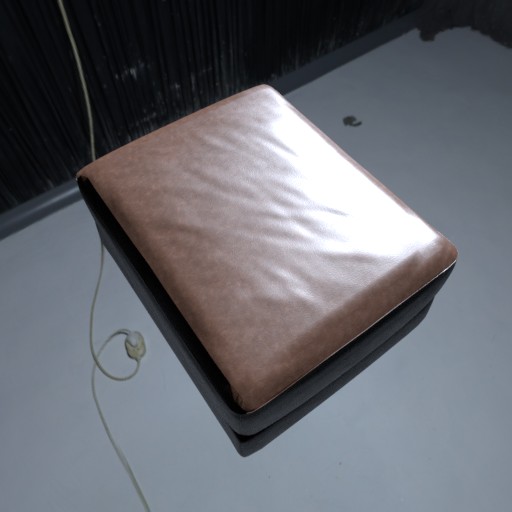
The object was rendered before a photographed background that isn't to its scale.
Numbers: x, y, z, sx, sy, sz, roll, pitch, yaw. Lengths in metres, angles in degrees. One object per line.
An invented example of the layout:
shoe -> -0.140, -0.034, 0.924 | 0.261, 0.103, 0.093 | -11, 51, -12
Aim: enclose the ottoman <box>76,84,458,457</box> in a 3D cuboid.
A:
ottoman -> 0.000, 0.000, 1.153 | 0.603, 0.476, 0.751 | -31, 63, -18
